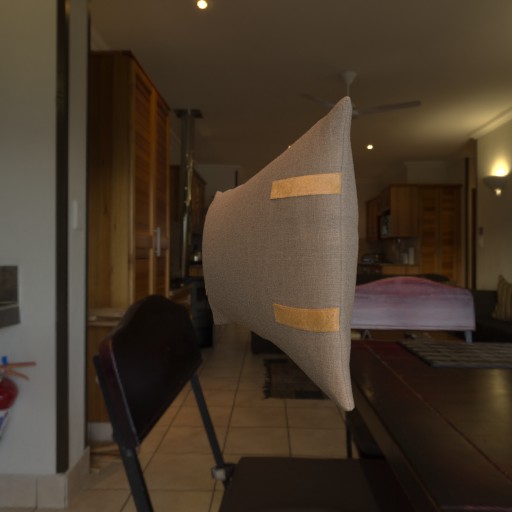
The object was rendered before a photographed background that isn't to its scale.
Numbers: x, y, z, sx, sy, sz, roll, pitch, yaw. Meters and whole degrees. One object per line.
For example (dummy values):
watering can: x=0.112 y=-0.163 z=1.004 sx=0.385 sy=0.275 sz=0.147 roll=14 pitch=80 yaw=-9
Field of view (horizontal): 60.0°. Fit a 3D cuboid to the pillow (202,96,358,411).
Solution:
pillow: x=0.000 y=0.000 z=0.719 sx=0.148 sy=0.308 sz=0.612 roll=0 pitch=0 yaw=-17
